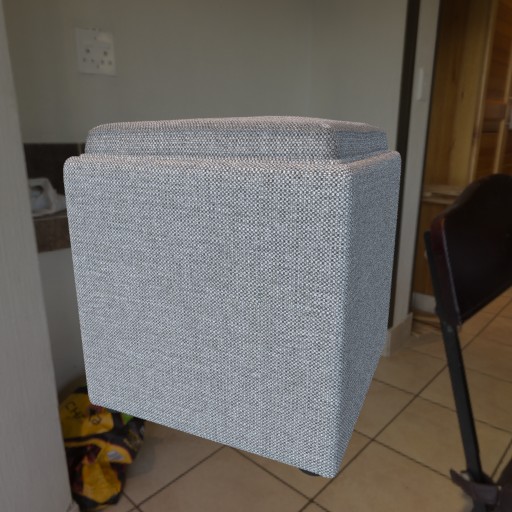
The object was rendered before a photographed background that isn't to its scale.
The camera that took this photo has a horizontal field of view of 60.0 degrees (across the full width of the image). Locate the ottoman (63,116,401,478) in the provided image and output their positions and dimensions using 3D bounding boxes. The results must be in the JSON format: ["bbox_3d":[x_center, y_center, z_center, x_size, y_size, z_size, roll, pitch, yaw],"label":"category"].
[{"bbox_3d":[0.000,0.000,0.813,0.436,0.487,0.454,7,17,23],"label":"ottoman"}]
